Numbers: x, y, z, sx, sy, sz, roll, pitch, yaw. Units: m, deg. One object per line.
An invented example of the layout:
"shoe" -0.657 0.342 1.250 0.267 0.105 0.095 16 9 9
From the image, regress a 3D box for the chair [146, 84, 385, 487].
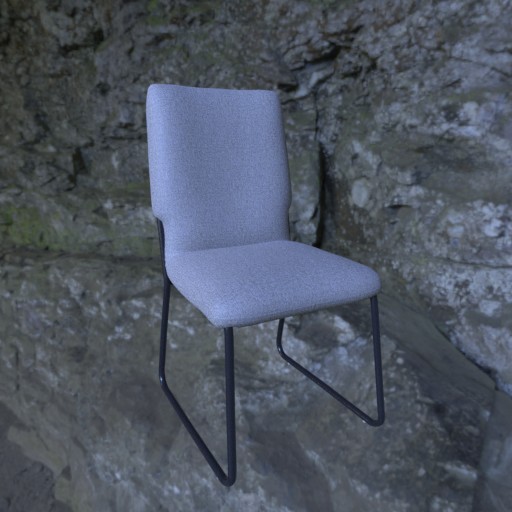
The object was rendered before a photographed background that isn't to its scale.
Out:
"chair" 0.000 0.000 1.148 0.448 0.864 0.560 -8 17 -28
